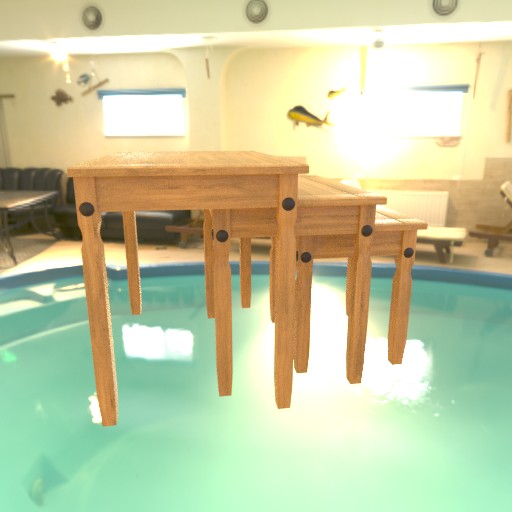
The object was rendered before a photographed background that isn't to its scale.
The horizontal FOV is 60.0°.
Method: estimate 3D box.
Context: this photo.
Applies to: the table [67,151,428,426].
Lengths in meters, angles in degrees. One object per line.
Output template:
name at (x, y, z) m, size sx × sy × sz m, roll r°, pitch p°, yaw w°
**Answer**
table at (0.000, 0.000, 1.213) m, size 0.773 × 0.535 × 0.660 m, roll -3°, pitch 16°, yaw -9°
